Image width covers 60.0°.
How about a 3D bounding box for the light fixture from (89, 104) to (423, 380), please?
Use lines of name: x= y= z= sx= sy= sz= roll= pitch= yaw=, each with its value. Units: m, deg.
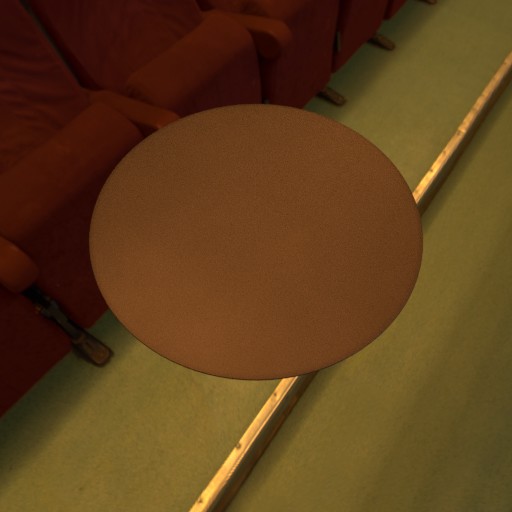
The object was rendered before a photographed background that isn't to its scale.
light fixture: x=0.000 y=0.000 z=0.435 sx=0.280 sy=0.135 sz=0.280 roll=0 pitch=59 yaw=0
